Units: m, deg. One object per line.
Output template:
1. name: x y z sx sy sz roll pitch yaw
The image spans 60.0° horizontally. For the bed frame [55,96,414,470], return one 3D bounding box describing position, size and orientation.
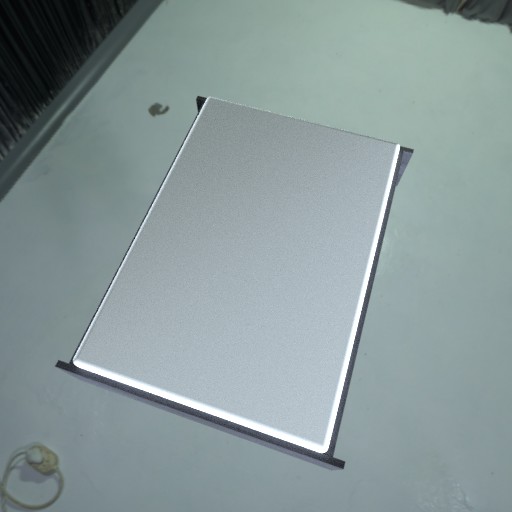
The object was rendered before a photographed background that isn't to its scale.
1. bed frame: 0.000 0.000 2.666 1.490 0.432 1.950 17 65 8
